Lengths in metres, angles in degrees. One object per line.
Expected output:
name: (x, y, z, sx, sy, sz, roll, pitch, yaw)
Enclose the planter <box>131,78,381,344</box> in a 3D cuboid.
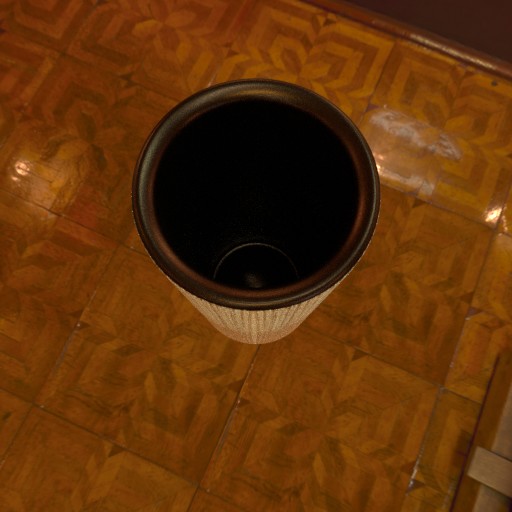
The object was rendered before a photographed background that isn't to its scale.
planter: (0.000, 0.000, 0.285, 0.100, 0.227, 0.100, 26, 77, 6)
